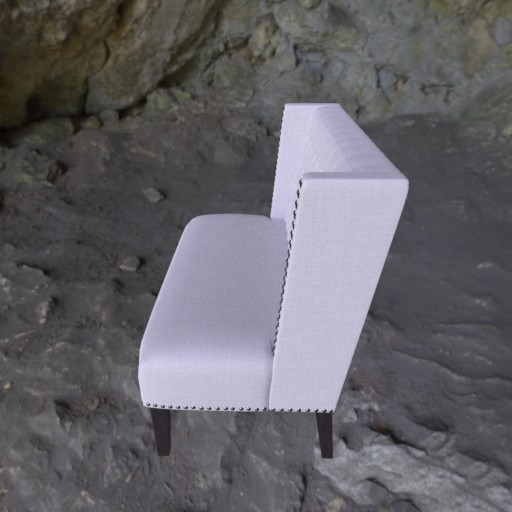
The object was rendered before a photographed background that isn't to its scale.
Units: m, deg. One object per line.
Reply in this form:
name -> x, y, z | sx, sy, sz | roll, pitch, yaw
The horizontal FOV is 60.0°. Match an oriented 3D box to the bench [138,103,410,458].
bench -> 0.000, 0.000, 1.991 | 0.847, 1.123, 1.280 | 0, 28, 1
